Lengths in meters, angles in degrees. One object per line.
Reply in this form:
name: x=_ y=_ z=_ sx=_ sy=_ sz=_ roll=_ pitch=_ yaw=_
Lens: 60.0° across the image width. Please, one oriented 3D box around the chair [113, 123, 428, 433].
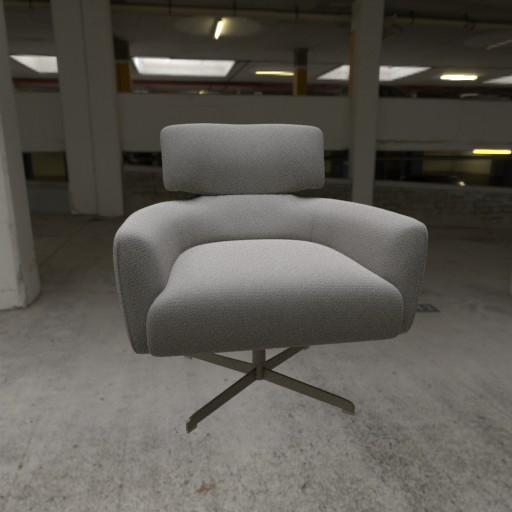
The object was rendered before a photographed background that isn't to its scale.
chair: x=0.000 y=0.000 z=1.373 sx=0.760 sy=0.810 sz=0.730 roll=-2 pitch=14 yaw=-10
